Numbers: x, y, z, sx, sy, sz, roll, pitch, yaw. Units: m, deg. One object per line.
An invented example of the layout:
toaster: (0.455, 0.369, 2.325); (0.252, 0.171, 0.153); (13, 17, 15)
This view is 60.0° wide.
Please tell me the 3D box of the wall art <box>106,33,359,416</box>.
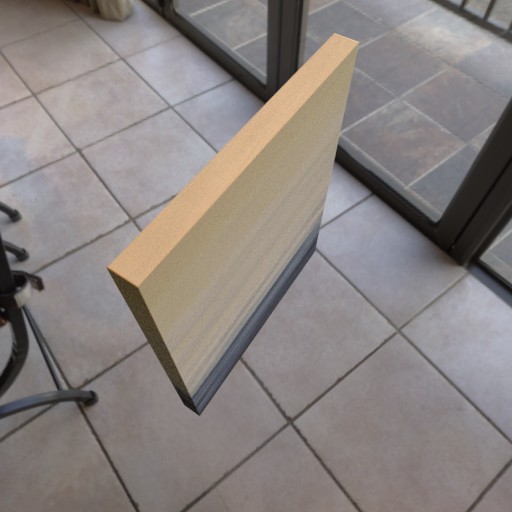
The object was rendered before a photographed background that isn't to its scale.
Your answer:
wall art: (0.000, 0.000, 0.707); (0.037, 0.511, 0.435); (29, 63, 17)
